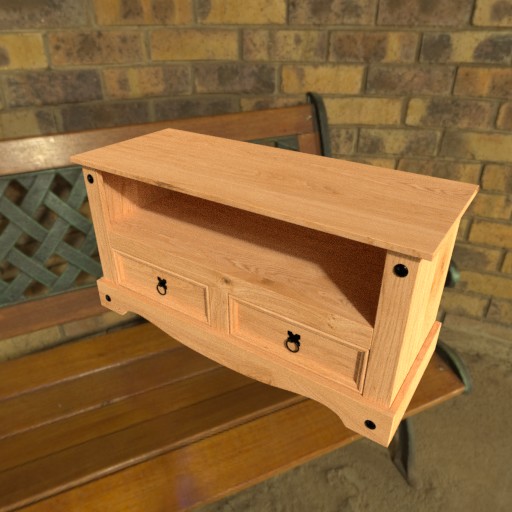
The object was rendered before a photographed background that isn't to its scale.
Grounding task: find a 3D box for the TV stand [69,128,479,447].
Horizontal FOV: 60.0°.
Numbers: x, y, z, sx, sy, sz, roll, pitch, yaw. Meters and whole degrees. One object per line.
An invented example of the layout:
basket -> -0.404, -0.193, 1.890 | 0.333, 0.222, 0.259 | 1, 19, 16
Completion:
TV stand -> 0.000, 0.000, 1.370 | 1.080, 0.550, 0.440 | 18, 34, 29
